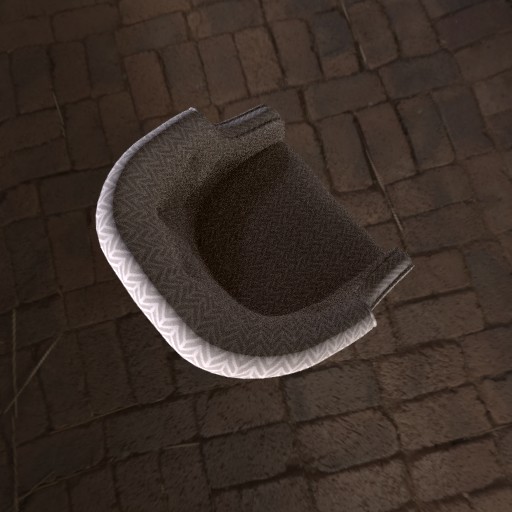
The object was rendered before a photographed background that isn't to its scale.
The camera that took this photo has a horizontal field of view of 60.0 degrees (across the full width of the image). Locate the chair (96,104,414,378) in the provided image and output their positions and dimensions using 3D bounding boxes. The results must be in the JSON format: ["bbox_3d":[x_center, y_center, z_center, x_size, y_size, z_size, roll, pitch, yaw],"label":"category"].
[{"bbox_3d":[0.000,0.000,1.298,0.613,0.858,0.686,-38,79,-9],"label":"chair"}]
